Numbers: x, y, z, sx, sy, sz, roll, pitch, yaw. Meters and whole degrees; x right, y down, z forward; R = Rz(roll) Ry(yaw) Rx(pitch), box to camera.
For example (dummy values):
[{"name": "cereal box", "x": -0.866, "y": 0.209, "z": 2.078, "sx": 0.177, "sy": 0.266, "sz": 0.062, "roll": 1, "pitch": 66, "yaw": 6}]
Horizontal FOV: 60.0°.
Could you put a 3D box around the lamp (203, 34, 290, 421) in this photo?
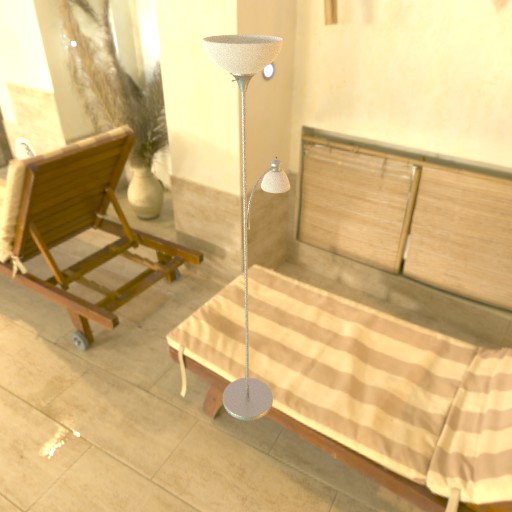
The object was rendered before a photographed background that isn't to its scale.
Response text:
[{"name": "lamp", "x": 0.000, "y": 0.000, "z": 2.024, "sx": 0.279, "sy": 1.804, "sz": 0.425, "roll": 21, "pitch": 38, "yaw": 30}]
